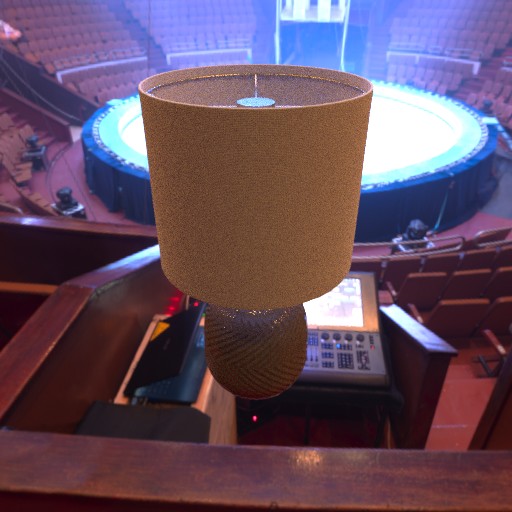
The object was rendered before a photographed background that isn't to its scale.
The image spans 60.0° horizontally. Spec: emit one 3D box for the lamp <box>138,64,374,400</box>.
[{"bbox_3d":[0.000,0.000,0.492,0.207,0.366,0.207,0,31,0],"label":"lamp"}]
